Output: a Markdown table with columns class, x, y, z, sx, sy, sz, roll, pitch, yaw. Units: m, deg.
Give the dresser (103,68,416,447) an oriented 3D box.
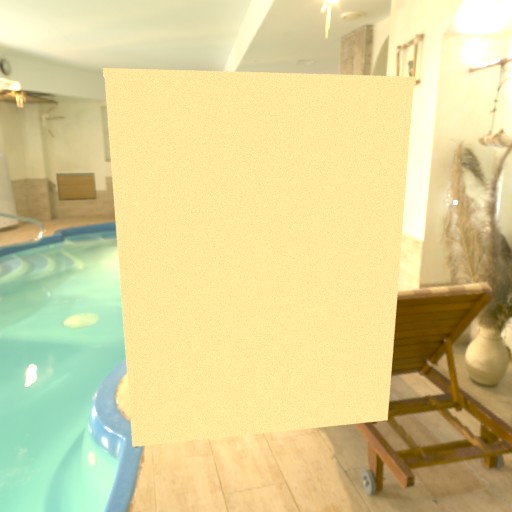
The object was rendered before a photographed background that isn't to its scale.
| class | x | y | z | sx | sy | sz | roll | pitch | yaw |
| --- | --- | --- | --- | --- | --- | --- | --- | --- | --- |
| dresser | 0.000 | 0.000 | 1.420 | 0.800 | 1.040 | 0.380 | -2 | 14 | -9 |
